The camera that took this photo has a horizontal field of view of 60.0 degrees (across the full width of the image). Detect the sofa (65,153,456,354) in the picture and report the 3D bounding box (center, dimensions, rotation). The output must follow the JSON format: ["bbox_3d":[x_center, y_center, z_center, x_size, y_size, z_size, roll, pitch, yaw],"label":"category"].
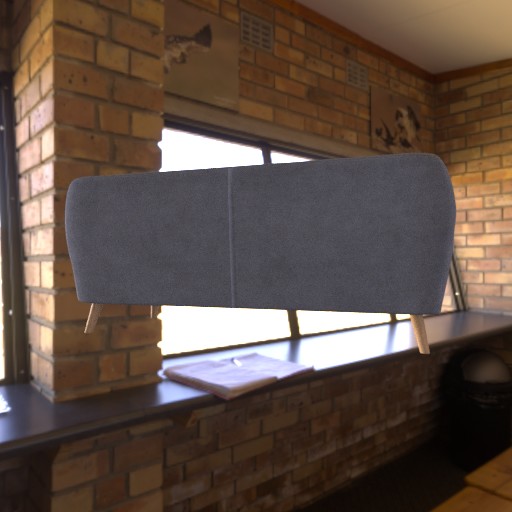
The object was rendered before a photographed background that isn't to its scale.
[{"bbox_3d":[0.000,0.000,2.434,1.970,0.830,0.830,0,-1,18],"label":"sofa"}]
